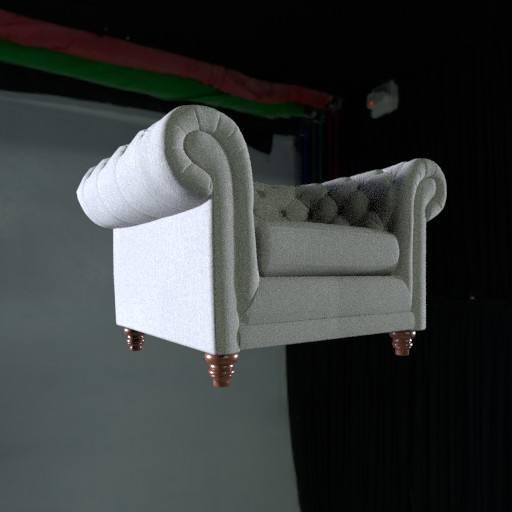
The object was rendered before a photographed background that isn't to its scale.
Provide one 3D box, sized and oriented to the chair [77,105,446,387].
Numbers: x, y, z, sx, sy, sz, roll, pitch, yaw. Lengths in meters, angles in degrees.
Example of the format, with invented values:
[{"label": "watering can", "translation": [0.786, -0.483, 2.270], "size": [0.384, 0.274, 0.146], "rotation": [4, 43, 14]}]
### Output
[{"label": "chair", "translation": [0.000, 0.000, 1.832], "size": [1.270, 0.770, 0.976], "rotation": [1, -2, -35]}]
